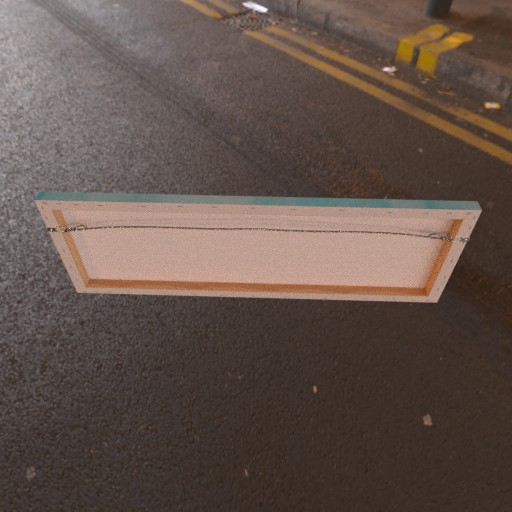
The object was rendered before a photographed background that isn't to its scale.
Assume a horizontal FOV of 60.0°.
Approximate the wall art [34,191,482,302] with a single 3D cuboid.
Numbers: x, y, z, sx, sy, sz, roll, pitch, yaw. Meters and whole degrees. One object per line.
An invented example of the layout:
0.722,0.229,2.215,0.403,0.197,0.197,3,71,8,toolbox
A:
0.000,0.000,0.840,0.759,0.254,0.044,1,47,1,wall art
